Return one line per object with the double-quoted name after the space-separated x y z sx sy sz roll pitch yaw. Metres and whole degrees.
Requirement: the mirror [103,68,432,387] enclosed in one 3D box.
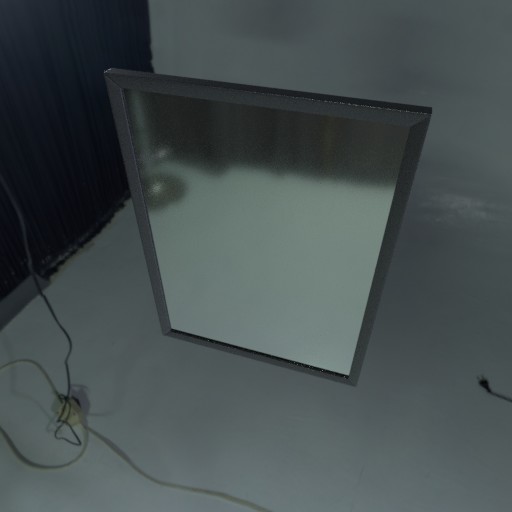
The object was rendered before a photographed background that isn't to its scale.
0.000 0.000 1.338 0.762 1.016 0.040 12 43 13 "mirror"
